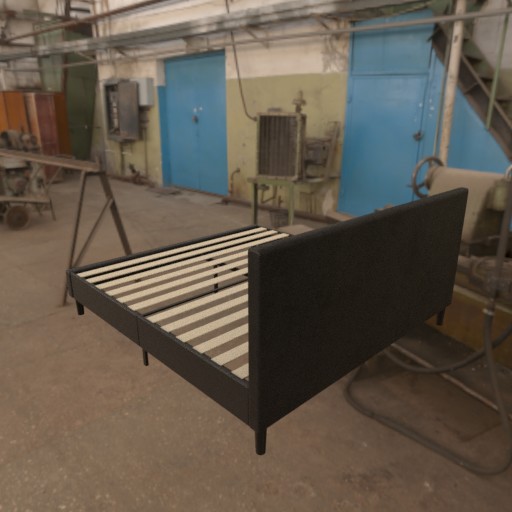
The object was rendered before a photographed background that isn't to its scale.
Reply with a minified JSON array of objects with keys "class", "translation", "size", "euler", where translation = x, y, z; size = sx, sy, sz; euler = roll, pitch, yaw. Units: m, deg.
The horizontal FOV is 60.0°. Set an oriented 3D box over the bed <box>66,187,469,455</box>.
[{"class":"bed","translation":[0.000,0.000,3.298],"size":[2.018,1.046,2.152],"euler":[-17,25,-41]}]
